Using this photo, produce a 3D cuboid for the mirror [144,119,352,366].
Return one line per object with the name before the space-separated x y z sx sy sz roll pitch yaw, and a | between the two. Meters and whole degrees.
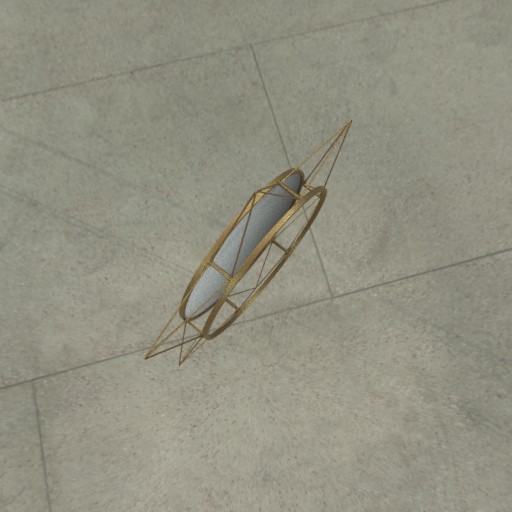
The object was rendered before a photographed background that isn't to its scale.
mirror | 0.000 0.000 0.818 0.062 0.581 0.498 38 78 10
